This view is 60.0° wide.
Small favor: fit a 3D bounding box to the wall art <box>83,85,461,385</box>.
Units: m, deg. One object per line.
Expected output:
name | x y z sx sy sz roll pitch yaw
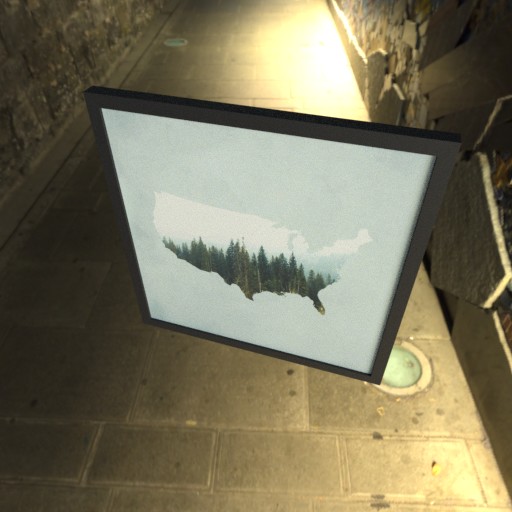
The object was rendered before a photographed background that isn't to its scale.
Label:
wall art | 0.000 0.000 1.125 0.763 0.763 0.038 12 43 13
